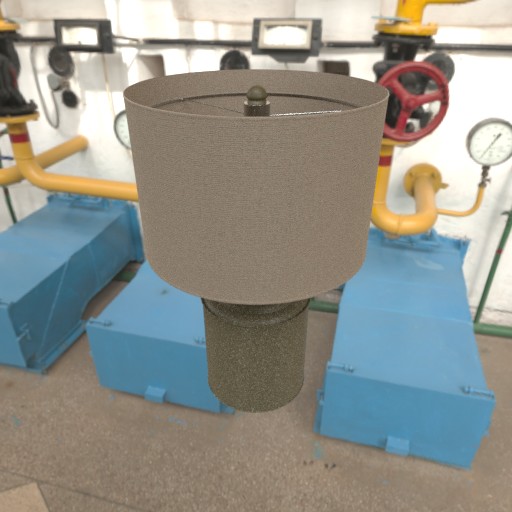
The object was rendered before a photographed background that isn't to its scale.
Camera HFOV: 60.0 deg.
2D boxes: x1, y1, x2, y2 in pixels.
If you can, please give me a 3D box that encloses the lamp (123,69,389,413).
[{"bbox_3d":[0.000,0.000,0.666,0.318,0.486,0.318,0,30,0],"label":"lamp"}]
